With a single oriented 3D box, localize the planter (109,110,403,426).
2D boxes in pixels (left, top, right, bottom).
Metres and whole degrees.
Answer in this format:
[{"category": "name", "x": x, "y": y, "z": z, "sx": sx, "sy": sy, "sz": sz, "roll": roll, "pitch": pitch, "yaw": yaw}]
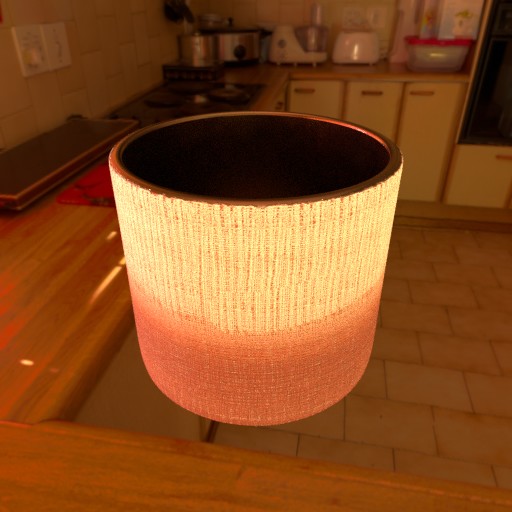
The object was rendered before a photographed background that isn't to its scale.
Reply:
[{"category": "planter", "x": 0.000, "y": 0.000, "z": 0.390, "sx": 0.221, "sy": 0.201, "sz": 0.221, "roll": 0, "pitch": 32, "yaw": 0}]
